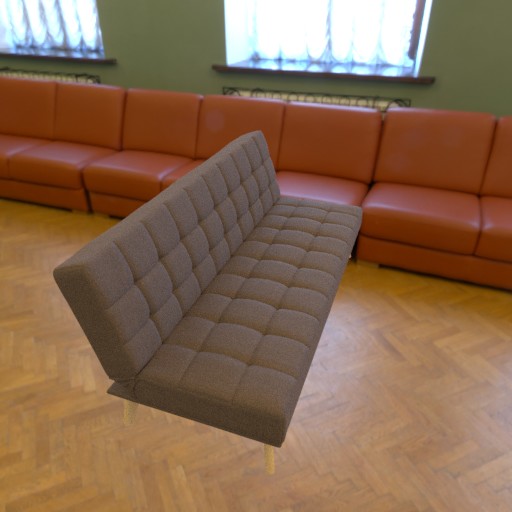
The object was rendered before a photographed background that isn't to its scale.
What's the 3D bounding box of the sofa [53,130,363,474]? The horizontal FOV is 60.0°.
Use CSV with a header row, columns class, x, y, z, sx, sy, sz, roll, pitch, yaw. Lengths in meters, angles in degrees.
class,x,y,z,sx,sy,sz,roll,pitch,yaw
sofa,0.000,0.000,2.297,0.860,0.810,1.800,11,32,17
